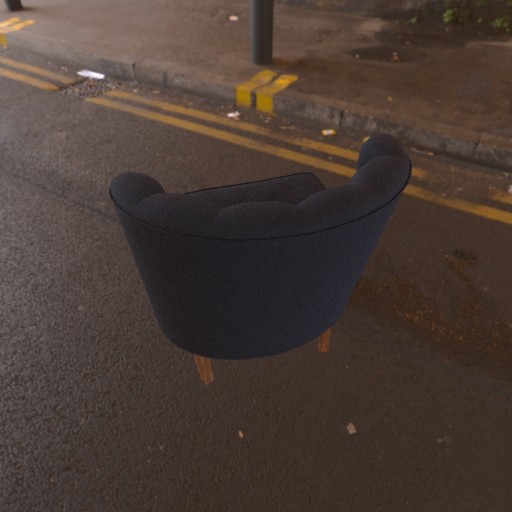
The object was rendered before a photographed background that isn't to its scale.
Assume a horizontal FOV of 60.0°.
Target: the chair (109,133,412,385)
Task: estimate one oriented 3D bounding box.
[{"bbox_3d":[0.000,0.000,1.358,0.740,0.771,0.718,-12,42,-13],"label":"chair"}]
